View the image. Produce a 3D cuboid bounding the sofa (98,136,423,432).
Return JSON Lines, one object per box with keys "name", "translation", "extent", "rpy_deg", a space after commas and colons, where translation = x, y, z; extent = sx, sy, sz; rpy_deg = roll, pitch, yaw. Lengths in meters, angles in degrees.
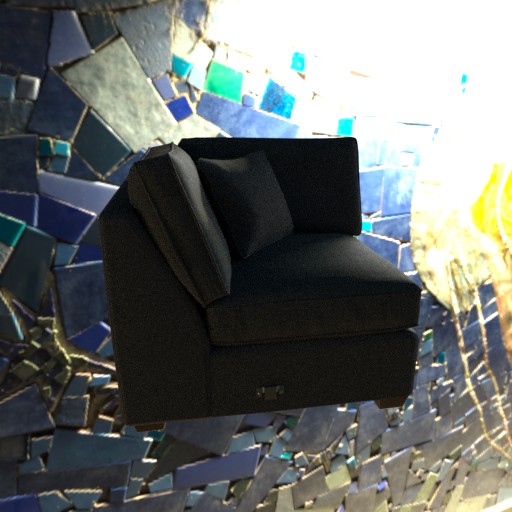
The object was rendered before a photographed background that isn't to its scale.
{"name": "sofa", "translation": [0.000, 0.000, 1.982], "extent": [1.146, 1.002, 1.084], "rpy_deg": [-3, 18, -9]}
